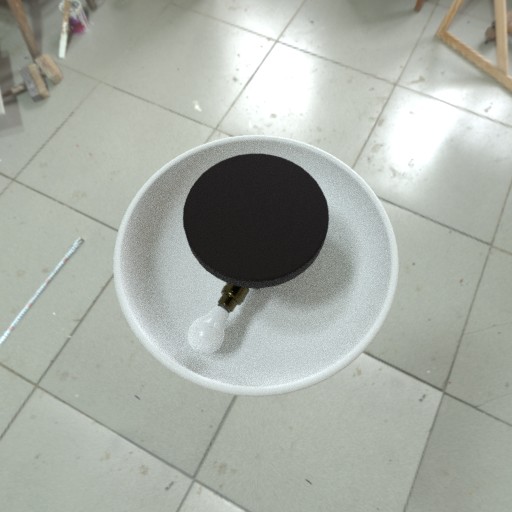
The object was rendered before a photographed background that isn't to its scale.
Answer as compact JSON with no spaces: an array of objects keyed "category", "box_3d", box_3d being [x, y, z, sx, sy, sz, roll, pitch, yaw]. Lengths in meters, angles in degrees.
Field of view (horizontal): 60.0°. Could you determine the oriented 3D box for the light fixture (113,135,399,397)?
[{"category":"light fixture","box_3d":[0.000,0.000,0.537,0.331,0.212,0.331,0,66,0]}]
